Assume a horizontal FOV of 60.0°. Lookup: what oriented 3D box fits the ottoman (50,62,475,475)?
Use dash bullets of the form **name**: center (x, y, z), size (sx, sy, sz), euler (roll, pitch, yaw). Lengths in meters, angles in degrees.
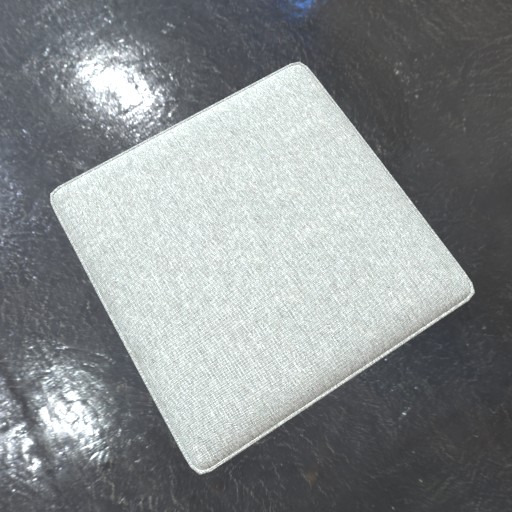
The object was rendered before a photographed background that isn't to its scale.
- **ottoman**: center (0.000, 0.000, 1.566), size (1.005, 0.455, 1.005), euler (-31, 77, -8)
